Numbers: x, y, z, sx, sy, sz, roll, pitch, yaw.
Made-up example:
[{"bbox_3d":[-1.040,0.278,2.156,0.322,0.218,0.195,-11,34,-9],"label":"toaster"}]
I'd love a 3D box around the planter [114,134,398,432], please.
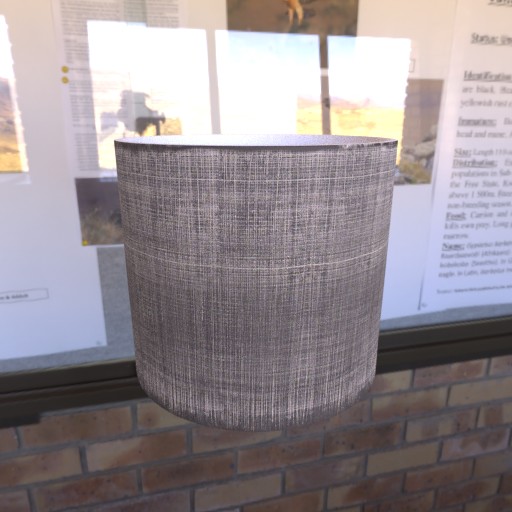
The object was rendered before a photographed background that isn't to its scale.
[{"bbox_3d":[0.000,0.000,0.390,0.221,0.201,0.221,0,17,0],"label":"planter"}]
